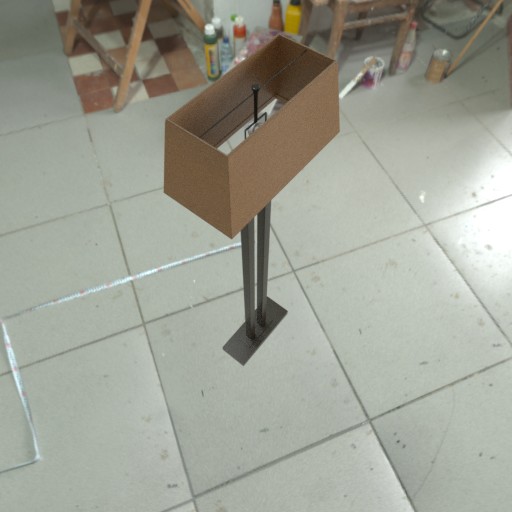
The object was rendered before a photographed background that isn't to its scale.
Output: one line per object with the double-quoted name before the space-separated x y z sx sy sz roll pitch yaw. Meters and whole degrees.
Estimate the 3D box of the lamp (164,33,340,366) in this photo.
"lamp" 0.000 0.000 1.630 0.233 1.469 0.475 35 65 19
